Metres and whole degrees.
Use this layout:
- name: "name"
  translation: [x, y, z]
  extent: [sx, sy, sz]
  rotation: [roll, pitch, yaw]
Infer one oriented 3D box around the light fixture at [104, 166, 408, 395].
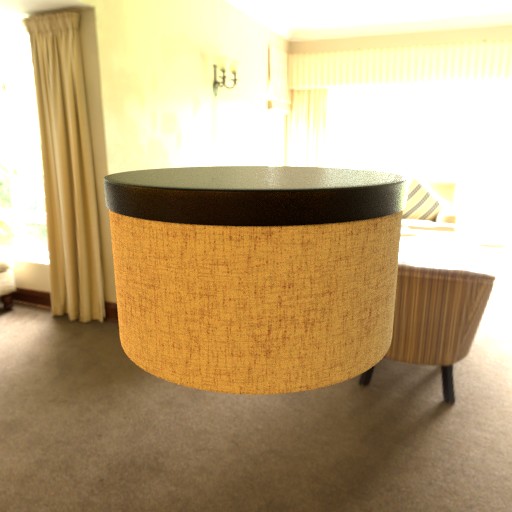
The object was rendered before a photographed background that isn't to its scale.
- name: "light fixture"
  translation: [0.000, 0.000, 0.625]
  extent: [0.389, 0.229, 0.389]
  rotation: [0, 15, 0]
